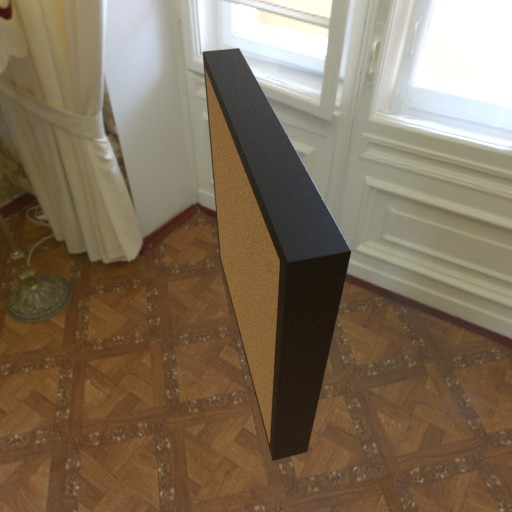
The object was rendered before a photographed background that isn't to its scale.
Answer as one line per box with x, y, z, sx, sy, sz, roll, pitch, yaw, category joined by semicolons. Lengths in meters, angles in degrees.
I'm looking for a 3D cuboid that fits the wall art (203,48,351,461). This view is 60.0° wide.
0.000;0.000;0.461;0.038;0.304;0.304;-10;47;-9;wall art
